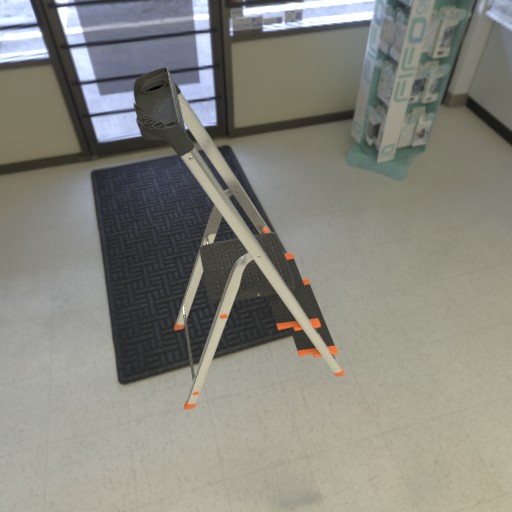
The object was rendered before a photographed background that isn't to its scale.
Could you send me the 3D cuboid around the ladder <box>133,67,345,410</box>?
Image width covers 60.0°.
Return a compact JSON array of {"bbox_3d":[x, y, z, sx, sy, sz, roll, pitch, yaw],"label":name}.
[{"bbox_3d":[0.000,0.000,1.529,0.686,1.229,0.416,-10,48,-9],"label":"ladder"}]
